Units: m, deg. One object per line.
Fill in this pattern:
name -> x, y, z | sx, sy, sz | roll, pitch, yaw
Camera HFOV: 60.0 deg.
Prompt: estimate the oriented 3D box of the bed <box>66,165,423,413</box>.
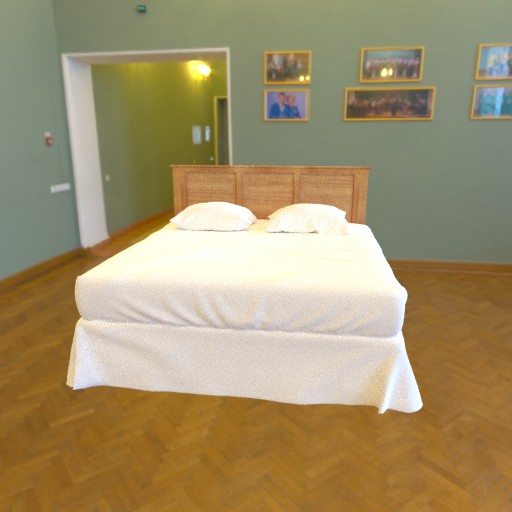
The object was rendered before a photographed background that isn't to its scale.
bed -> 0.000, 0.000, 3.530 | 2.317, 1.270, 2.215 | 2, 15, 8
